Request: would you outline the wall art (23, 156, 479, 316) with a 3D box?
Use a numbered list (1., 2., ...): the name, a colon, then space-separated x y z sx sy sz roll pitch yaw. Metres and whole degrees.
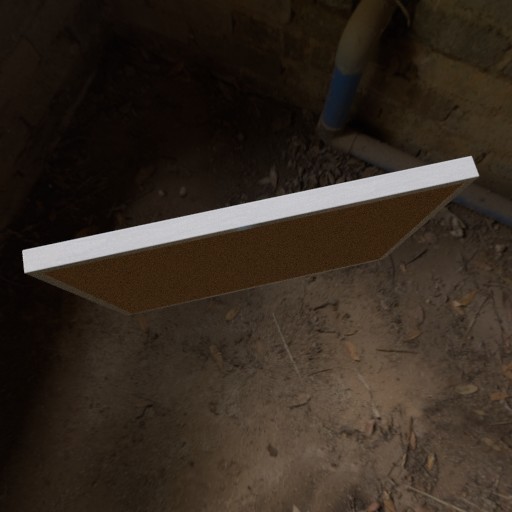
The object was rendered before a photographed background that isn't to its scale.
1. wall art: 0.000 0.000 1.378 1.041 0.787 0.053 -12 76 -3
